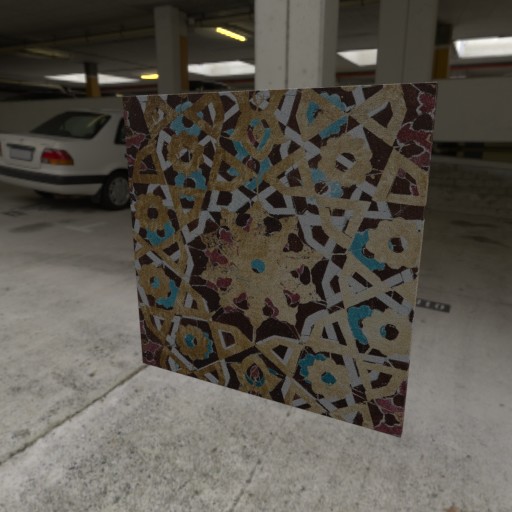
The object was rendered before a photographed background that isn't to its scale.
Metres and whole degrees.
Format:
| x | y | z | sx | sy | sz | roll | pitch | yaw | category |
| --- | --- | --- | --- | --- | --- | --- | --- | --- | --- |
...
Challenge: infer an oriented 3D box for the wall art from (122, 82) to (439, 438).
| x | y | z | sx | sy | sz | roll | pitch | yaw | category |
| --- | --- | --- | --- | --- | --- | --- | --- | --- | --- |
| 0.000 | 0.000 | 1.088 | 0.757 | 0.762 | 0.028 | 8 | 17 | 26 | wall art |
